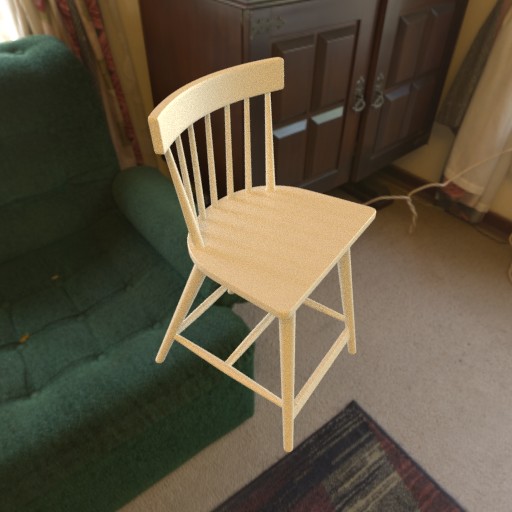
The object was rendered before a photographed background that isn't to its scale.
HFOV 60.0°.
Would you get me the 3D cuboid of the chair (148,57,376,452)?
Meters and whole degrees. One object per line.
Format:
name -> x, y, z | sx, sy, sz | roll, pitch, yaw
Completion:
chair -> 0.000, 0.000, 1.281 | 0.572, 0.952, 0.483 | 25, 46, 26
